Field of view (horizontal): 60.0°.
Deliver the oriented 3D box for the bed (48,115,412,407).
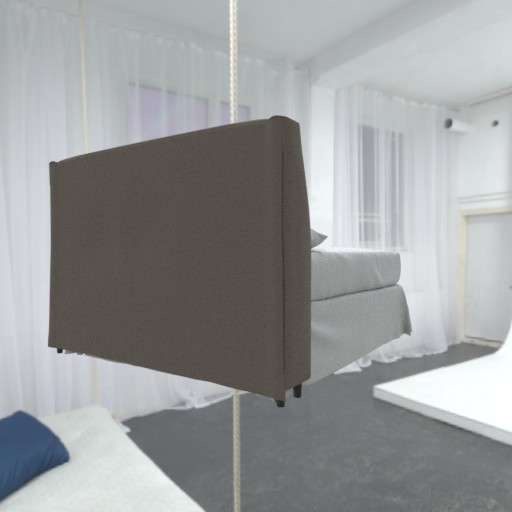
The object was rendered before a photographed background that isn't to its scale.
[{"bbox_3d":[0.000,0.000,3.414,1.925,1.332,2.276,1,1,35],"label":"bed"}]
